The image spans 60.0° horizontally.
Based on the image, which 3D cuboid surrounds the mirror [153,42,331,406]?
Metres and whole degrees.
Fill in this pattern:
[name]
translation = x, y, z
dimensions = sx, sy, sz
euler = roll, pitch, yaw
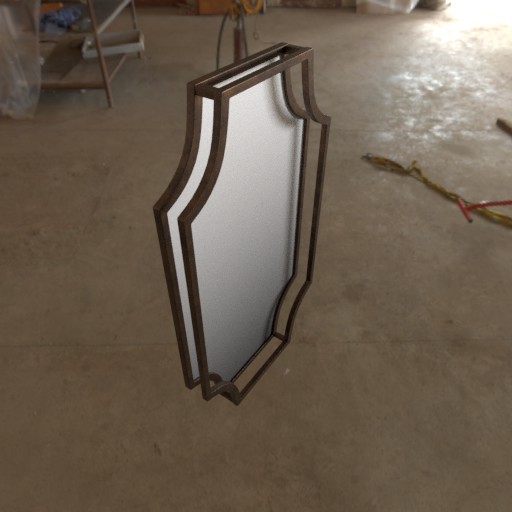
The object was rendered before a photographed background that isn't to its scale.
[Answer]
[mirror]
translation = 0.000, 0.000, 0.973
dimensions = 0.066, 0.811, 0.462
euler = 25, 46, 26
